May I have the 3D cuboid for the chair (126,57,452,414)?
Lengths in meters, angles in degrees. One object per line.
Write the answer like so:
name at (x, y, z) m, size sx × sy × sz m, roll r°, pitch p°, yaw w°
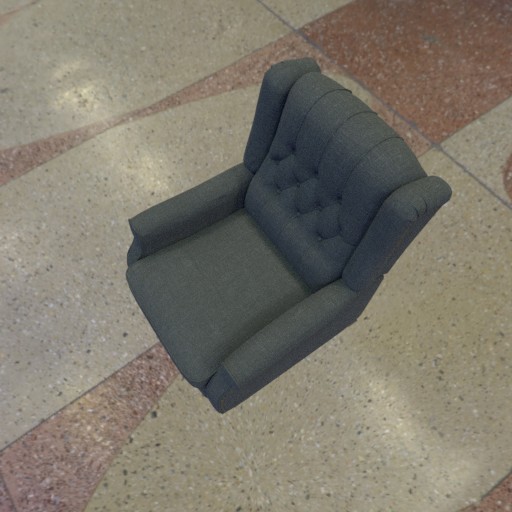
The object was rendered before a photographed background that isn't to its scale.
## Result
chair at (0.000, 0.000, 1.633) m, size 0.898 × 1.035 × 0.742 m, roll -32°, pitch 68°, yaw -15°
